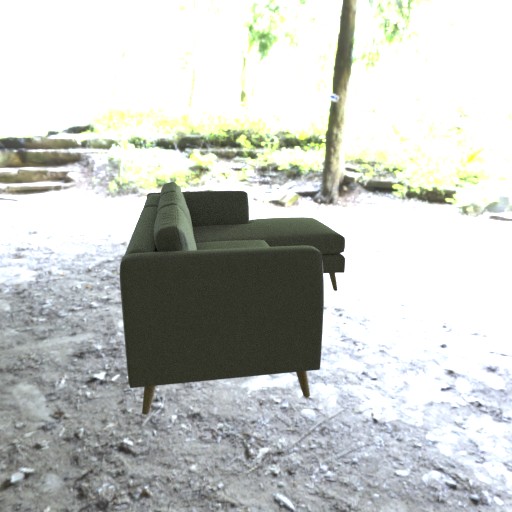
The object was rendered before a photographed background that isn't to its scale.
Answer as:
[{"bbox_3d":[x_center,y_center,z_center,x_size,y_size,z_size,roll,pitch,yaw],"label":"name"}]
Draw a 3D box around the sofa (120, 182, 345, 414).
[{"bbox_3d":[0.000,0.000,3.103,1.580,0.860,2.300,-3,16,-10],"label":"sofa"}]
